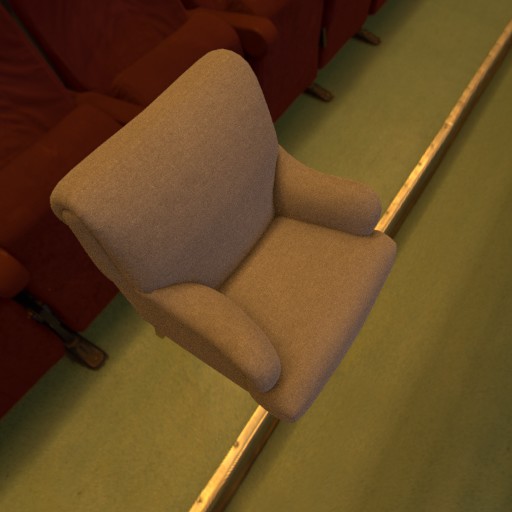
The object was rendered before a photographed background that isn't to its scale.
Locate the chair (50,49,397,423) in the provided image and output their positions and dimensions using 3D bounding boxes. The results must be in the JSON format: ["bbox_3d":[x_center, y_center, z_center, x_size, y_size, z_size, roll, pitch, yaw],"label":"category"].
[{"bbox_3d":[0.000,0.000,1.526,0.843,0.942,0.766,30,64,16],"label":"chair"}]
